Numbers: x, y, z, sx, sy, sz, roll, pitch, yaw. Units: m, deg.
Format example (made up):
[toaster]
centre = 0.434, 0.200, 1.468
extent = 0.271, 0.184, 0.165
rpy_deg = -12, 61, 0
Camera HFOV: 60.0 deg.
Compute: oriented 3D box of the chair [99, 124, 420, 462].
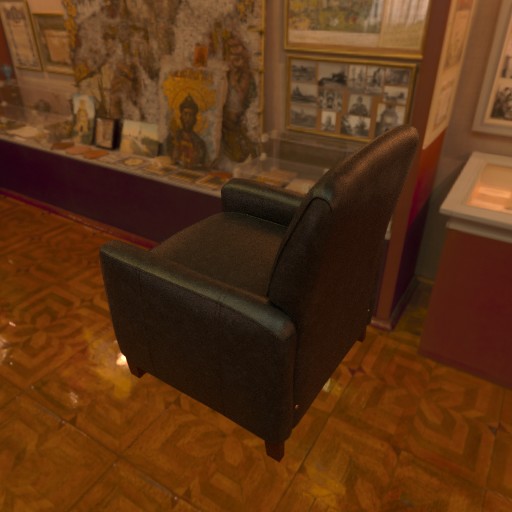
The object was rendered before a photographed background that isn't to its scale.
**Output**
[chair]
centre = 0.000, 0.000, 1.654
extent = 0.864, 1.014, 0.848
rpy_deg = 19, 36, 29
